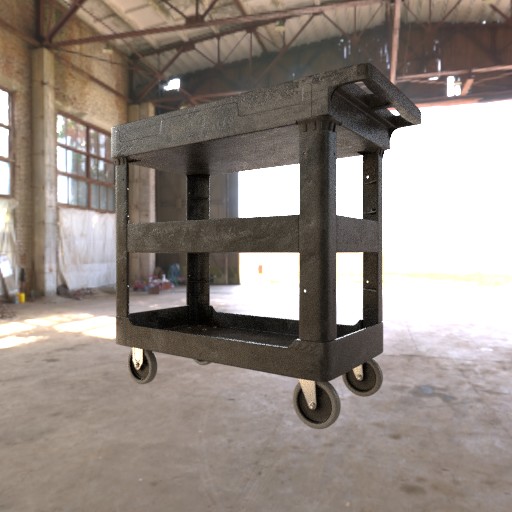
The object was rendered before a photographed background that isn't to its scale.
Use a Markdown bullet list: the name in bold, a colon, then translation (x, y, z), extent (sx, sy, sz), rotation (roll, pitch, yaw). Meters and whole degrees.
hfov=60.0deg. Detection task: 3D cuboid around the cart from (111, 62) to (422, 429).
- **cart**: translation (0.000, 0.000, 1.349), extent (0.877, 0.824, 0.420), rotation (0, 1, 35)
